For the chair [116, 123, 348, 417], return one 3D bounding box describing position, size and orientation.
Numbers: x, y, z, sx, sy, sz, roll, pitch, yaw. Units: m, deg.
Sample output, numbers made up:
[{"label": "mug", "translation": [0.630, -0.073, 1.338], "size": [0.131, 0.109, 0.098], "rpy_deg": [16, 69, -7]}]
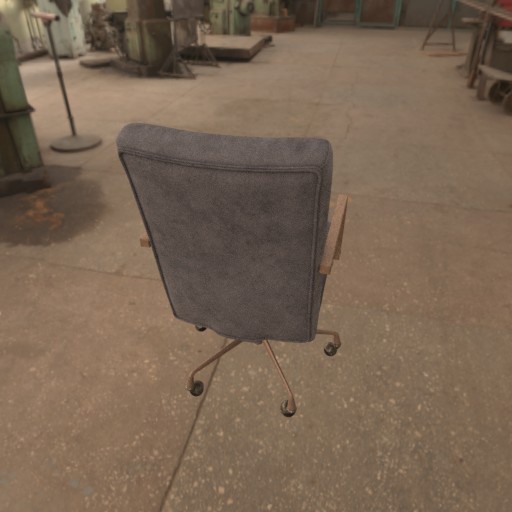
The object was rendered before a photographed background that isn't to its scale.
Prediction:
[{"label": "chair", "translation": [0.000, 0.000, 1.496], "size": [0.640, 1.029, 0.741], "rpy_deg": [8, 34, 13]}]
